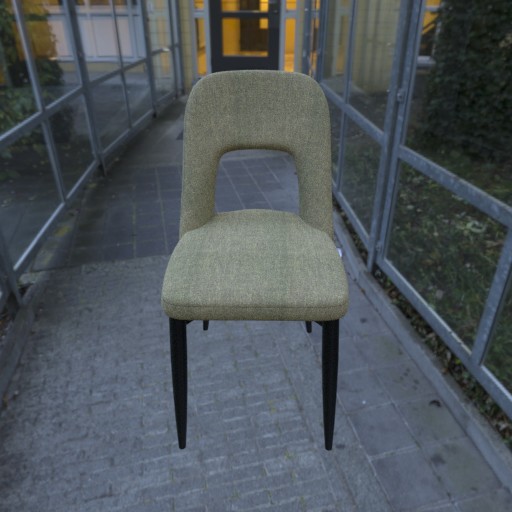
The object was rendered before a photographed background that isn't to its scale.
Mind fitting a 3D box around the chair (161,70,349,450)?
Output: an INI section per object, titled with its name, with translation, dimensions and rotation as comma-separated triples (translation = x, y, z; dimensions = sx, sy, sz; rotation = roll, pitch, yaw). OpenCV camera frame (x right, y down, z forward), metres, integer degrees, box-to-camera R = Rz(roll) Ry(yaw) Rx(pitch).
[chair]
translation = 0.000, 0.000, 1.285
dimensions = 0.470, 0.931, 0.612
rotation = 0, 30, 1
